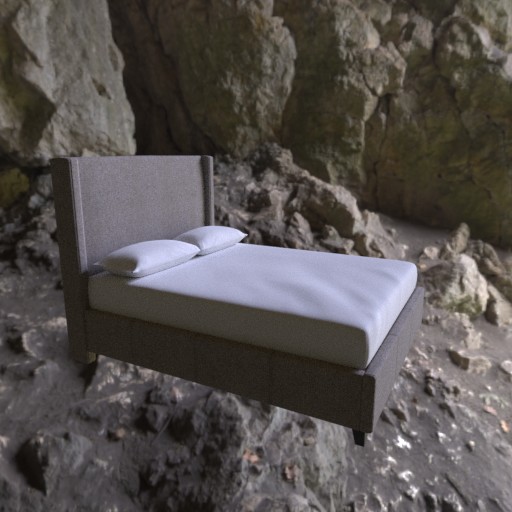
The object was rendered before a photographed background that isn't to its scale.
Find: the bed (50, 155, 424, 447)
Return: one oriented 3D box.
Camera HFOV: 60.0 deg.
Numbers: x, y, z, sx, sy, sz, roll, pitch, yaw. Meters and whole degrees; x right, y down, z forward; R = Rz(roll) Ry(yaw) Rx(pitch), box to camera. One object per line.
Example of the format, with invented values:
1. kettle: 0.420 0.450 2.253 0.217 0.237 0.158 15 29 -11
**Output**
1. bed: 0.000 0.000 3.360 2.245 1.476 1.714 7 15 27
